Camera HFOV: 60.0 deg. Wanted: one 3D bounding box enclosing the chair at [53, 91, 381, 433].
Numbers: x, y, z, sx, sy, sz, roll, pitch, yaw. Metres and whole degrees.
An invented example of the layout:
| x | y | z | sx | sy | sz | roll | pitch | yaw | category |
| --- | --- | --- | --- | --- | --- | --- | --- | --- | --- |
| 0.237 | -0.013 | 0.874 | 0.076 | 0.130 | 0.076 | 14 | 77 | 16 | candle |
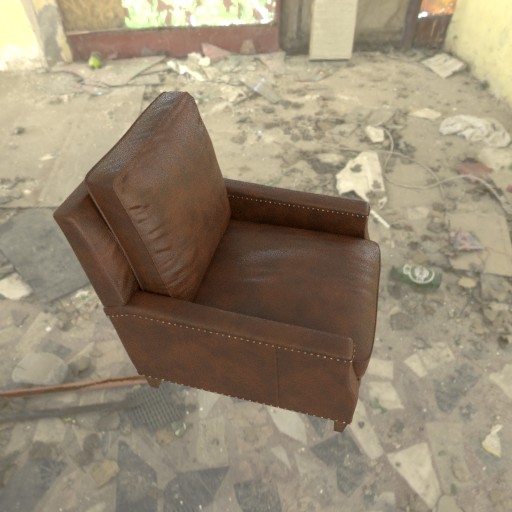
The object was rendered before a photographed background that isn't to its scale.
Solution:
| x | y | z | sx | sy | sz | roll | pitch | yaw | category |
| --- | --- | --- | --- | --- | --- | --- | --- | --- | --- |
| 0.000 | 0.000 | 1.810 | 1.035 | 1.054 | 0.854 | 10 | 45 | 10 | chair |
